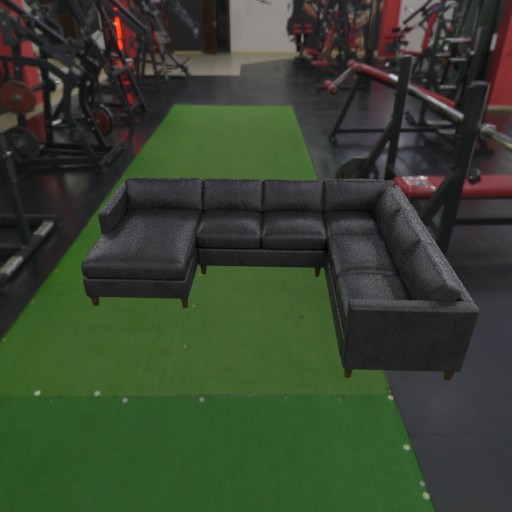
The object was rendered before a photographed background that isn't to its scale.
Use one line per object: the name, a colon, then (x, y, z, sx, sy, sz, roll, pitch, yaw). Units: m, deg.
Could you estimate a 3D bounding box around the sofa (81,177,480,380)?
sofa: (0.000, 0.000, 4.434, 3.324, 0.891, 2.452, 1, 31, 2)
